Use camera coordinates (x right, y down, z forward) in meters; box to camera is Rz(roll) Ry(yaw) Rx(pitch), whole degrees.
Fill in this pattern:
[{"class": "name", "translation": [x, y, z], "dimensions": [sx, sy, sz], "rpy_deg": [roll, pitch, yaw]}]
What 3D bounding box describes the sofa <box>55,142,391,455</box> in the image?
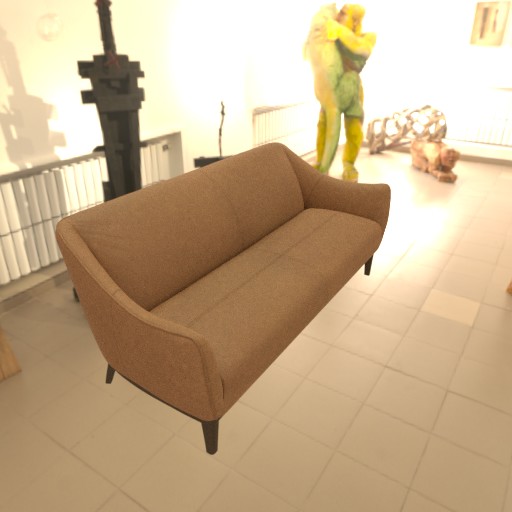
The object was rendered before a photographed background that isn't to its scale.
[{"class": "sofa", "translation": [0.000, 0.000, 2.407], "dimensions": [0.869, 0.830, 1.928], "rpy_deg": [17, 32, 29]}]
